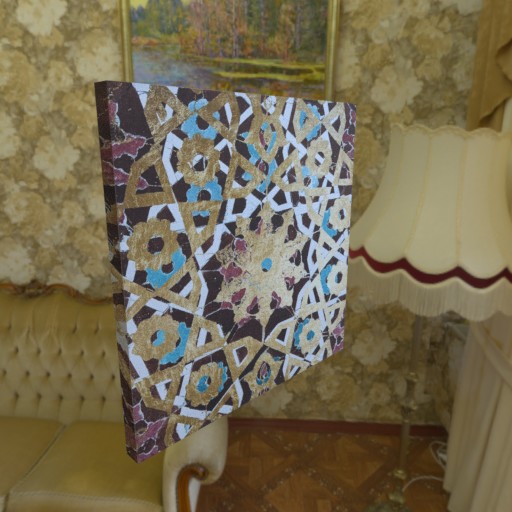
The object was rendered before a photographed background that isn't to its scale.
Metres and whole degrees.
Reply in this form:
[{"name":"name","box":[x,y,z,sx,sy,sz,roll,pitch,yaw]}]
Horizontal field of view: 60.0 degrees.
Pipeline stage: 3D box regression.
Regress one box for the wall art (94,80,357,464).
[{"name":"wall art","box":[0.000,0.000,0.898,0.609,0.613,0.041,-14,21,-43]}]
